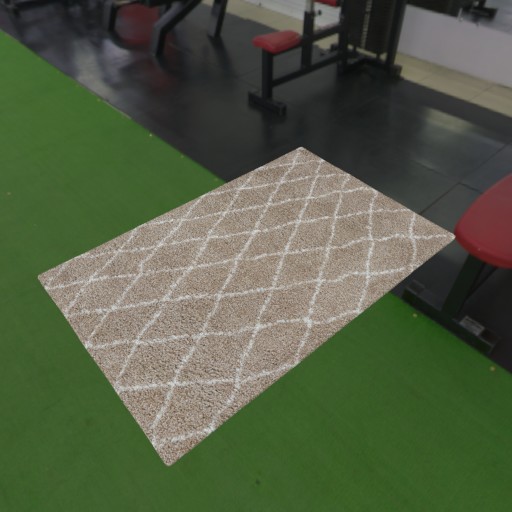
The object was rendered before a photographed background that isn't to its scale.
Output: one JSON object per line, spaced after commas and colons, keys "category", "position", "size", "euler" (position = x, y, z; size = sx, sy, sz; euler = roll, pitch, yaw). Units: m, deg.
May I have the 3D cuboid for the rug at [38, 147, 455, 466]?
{"category": "rug", "position": [0.000, 0.000, 3.429], "size": [2.743, 0.030, 1.778], "euler": [-31, 53, -27]}
